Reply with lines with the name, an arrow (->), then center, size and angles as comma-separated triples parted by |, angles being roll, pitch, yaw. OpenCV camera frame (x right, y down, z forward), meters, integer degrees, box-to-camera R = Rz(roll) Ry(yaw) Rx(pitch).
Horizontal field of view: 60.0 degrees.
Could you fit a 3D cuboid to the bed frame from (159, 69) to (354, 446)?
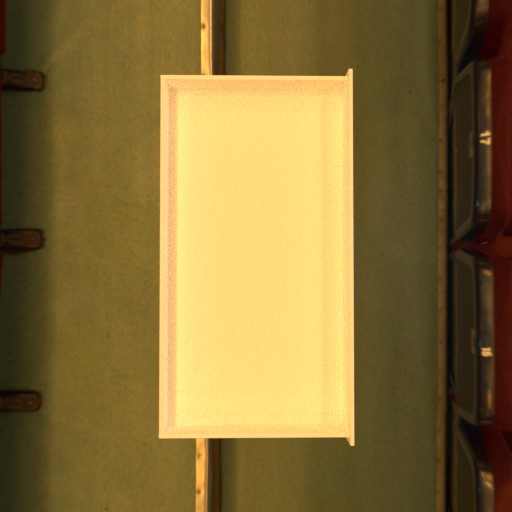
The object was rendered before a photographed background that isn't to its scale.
bed frame -> 0.000, 0.000, 1.591 | 0.670, 0.141, 1.300 | 0, 89, -1
